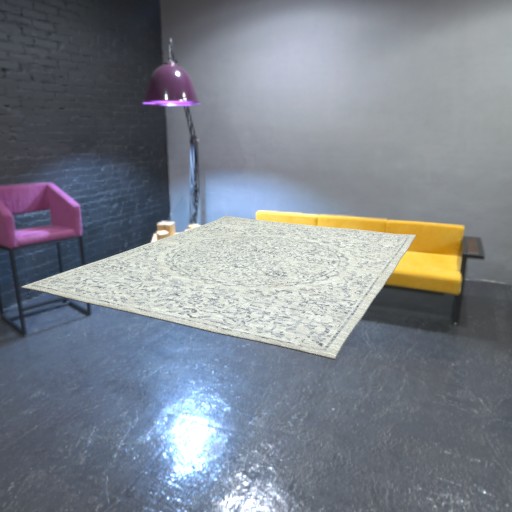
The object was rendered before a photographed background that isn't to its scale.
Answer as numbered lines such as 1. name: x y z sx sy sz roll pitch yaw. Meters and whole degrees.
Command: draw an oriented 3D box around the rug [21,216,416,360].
1. rug: 0.000 0.000 3.950 2.343 0.026 2.925 8 18 26
